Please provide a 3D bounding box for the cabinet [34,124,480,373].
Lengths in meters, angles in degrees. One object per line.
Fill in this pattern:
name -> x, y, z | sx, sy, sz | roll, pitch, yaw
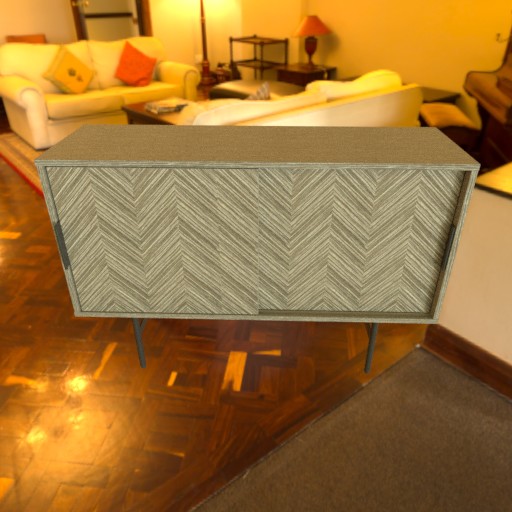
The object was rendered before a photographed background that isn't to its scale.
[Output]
cabinet -> 0.000, 0.000, 1.530 | 1.194, 0.787, 0.405 | 1, 31, 2
